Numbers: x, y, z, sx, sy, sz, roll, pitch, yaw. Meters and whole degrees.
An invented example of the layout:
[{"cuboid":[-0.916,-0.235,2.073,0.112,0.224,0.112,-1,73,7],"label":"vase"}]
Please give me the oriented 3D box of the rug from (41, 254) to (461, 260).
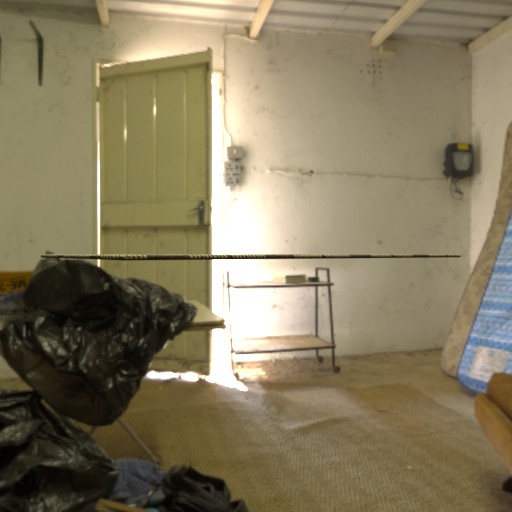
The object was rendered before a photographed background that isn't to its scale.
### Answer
[{"cuboid":[0.000,0.000,2.303,1.833,0.016,1.210,0,0,-36],"label":"rug"}]
